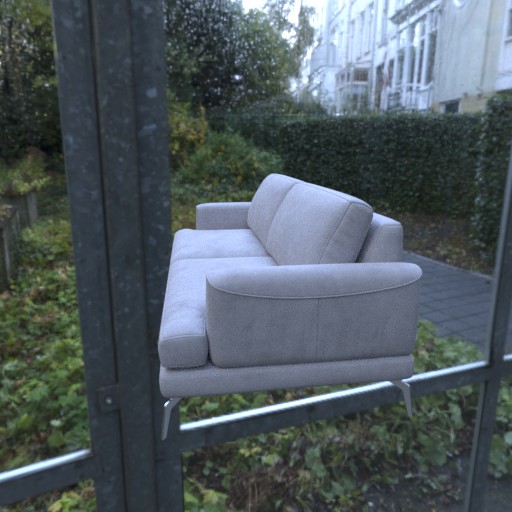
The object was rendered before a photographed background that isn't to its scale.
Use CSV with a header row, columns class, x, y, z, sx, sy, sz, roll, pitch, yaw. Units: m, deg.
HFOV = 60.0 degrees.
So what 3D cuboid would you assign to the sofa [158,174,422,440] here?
class,x,y,z,sx,sy,sz,roll,pitch,yaw
sofa,0.000,0.000,2.501,0.980,0.830,2.013,-2,14,-8
